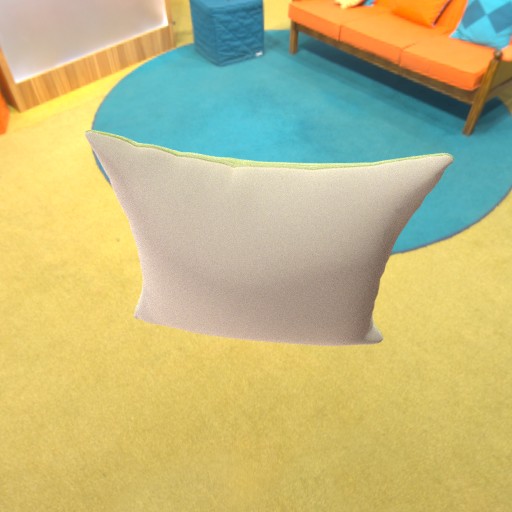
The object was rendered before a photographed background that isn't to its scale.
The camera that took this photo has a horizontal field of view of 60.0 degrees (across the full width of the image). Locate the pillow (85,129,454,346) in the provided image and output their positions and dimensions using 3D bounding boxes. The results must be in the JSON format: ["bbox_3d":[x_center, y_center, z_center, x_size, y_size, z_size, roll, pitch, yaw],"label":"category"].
[{"bbox_3d":[0.000,0.000,0.814,0.560,0.487,0.229,5,47,4],"label":"pillow"}]
